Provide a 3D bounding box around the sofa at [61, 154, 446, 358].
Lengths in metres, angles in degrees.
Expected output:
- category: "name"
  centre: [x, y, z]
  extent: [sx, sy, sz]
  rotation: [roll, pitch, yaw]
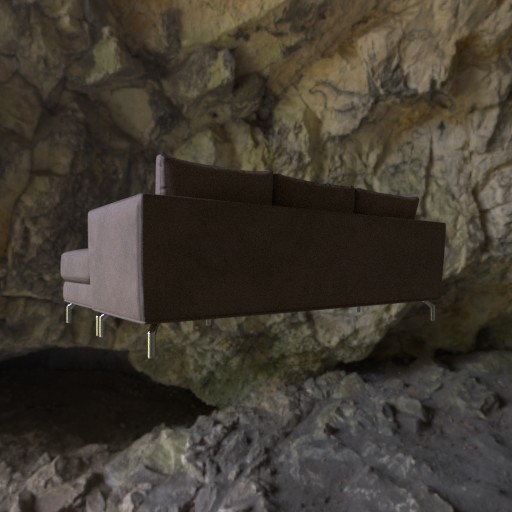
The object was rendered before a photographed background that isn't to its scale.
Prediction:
- category: "sofa"
  centre: [0.000, 0.000, 3.315]
  extent: [2.438, 0.987, 1.622]
  rotation: [1, -1, -36]
